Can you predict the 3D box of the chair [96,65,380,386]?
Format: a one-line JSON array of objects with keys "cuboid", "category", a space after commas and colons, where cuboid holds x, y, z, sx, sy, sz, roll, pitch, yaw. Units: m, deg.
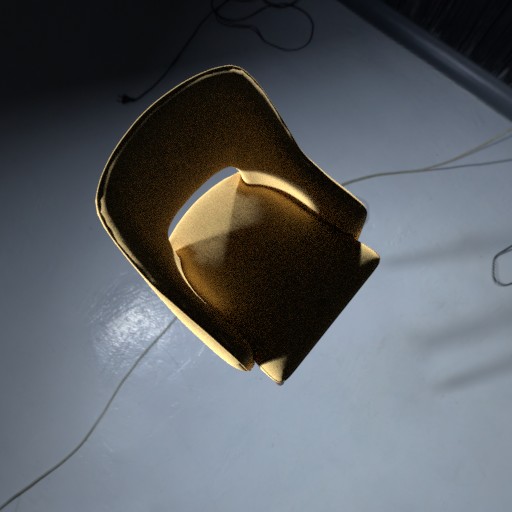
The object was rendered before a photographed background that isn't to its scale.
[{"cuboid": [0.000, 0.000, 1.253, 0.605, 0.849, 0.548, 39, 78, 10], "category": "chair"}]
